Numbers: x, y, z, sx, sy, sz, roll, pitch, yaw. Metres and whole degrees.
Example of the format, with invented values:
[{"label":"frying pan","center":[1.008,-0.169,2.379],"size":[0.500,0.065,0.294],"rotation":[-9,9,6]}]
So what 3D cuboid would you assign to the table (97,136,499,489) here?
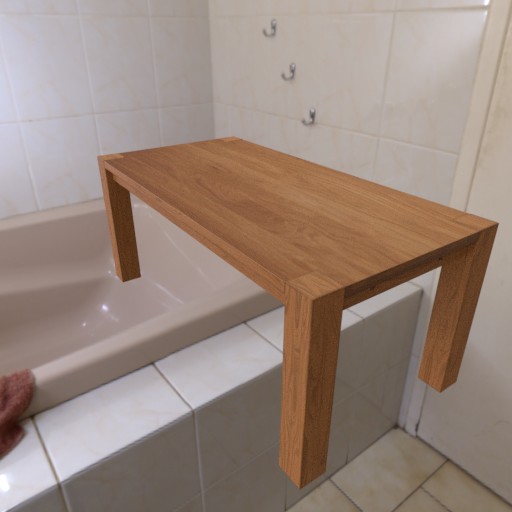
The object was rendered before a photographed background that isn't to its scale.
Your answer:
[{"label":"table","center":[0.000,0.000,2.210],"size":[0.900,0.760,1.800],"rotation":[-18,32,-31]}]
